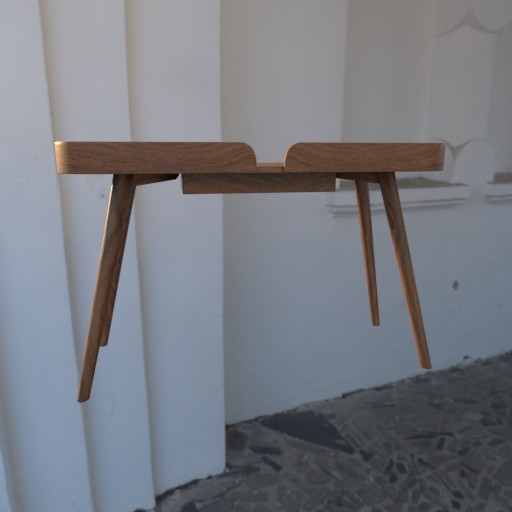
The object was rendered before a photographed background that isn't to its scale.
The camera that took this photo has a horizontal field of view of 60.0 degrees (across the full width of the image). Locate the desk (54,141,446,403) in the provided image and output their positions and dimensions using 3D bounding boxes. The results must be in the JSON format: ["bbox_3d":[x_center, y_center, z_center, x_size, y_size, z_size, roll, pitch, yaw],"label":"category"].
[{"bbox_3d":[0.000,0.000,1.630,1.256,0.800,0.486,-2,13,-10],"label":"desk"}]
